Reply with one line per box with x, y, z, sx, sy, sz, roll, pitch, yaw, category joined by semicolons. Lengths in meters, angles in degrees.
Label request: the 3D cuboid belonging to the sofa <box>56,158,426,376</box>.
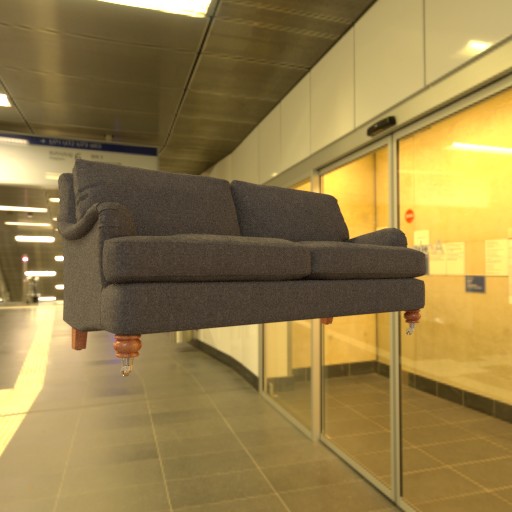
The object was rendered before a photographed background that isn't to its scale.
0.000;0.000;2.756;2.160;1.054;1.087;1;-2;-37;sofa
